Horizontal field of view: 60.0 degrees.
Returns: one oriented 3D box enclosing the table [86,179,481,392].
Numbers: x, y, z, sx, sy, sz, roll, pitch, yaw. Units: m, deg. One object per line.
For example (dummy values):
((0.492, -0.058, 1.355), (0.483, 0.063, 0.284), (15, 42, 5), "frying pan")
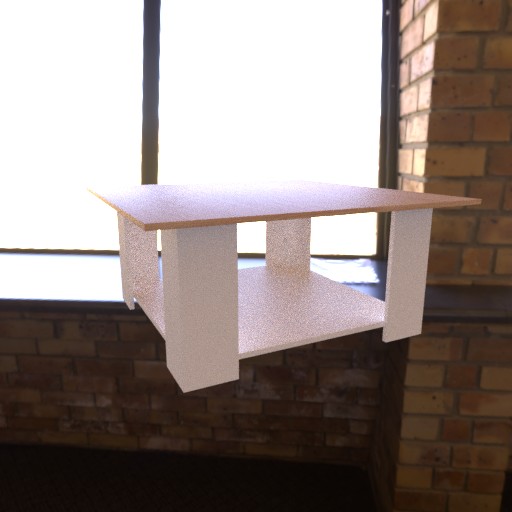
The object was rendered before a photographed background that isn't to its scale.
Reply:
((0.000, 0.000, 1.064), (0.670, 0.305, 0.670), (-7, 15, -26), "table")
